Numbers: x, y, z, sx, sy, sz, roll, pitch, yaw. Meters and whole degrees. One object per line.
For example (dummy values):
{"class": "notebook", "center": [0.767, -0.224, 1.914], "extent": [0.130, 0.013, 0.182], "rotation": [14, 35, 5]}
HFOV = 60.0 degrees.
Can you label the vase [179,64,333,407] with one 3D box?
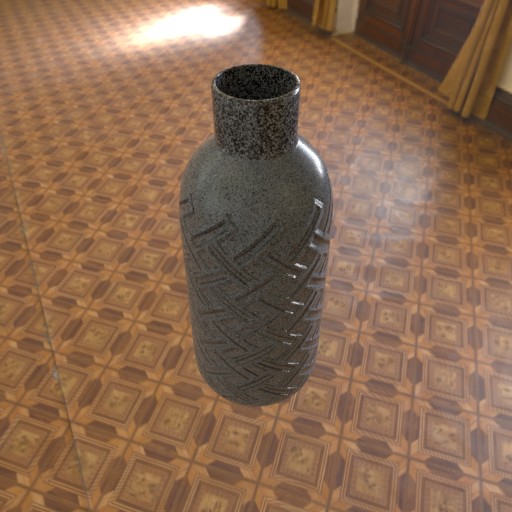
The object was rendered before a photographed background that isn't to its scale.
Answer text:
{"class": "vase", "center": [0.000, 0.000, 0.352], "extent": [0.122, 0.282, 0.122], "rotation": [0, 45, 0]}
